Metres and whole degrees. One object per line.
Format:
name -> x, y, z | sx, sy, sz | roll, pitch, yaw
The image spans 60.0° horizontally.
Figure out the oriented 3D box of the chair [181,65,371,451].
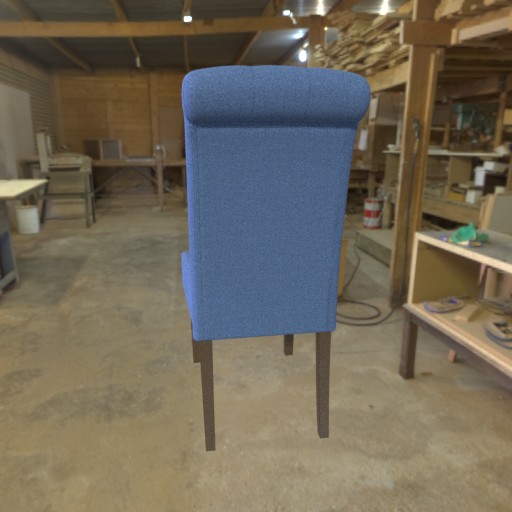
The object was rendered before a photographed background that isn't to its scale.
chair -> 0.000, 0.000, 1.361 | 0.456, 1.006, 0.671 | -3, 15, -9
